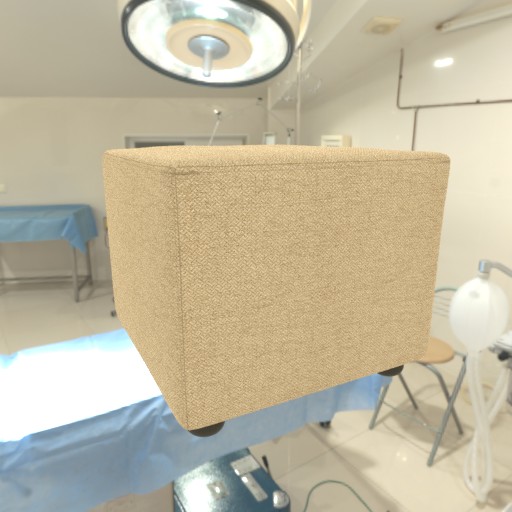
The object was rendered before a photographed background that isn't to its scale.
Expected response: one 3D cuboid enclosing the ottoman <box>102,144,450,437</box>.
[{"bbox_3d":[0.000,0.000,0.898,0.508,0.432,0.508,-8,17,-27],"label":"ottoman"}]
